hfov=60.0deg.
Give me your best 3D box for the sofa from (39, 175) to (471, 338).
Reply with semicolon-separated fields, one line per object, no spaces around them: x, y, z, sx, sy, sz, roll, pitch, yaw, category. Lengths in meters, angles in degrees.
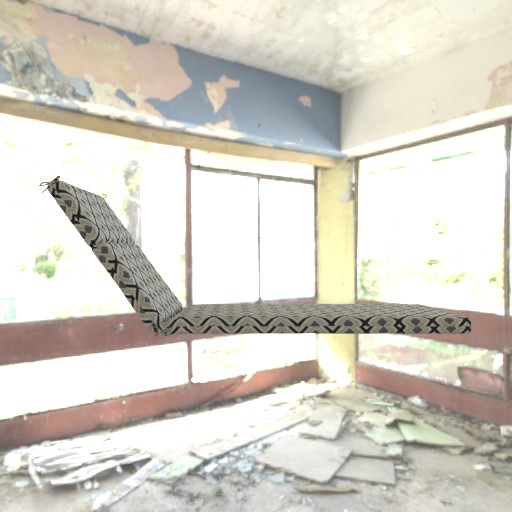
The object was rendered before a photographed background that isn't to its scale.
0.000;0.000;1.951;1.663;0.622;0.582;0;0;0;sofa
